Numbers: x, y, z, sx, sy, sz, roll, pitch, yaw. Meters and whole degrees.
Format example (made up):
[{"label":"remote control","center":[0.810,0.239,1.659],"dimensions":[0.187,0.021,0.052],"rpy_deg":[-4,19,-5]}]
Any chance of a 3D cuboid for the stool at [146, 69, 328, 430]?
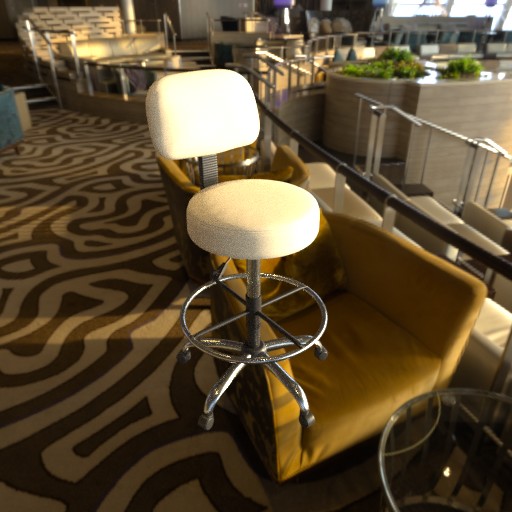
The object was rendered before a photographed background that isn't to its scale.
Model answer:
[{"label":"stool","center":[0.000,0.000,1.459],"dimensions":[0.609,1.080,0.616],"rpy_deg":[-21,35,-32]}]
